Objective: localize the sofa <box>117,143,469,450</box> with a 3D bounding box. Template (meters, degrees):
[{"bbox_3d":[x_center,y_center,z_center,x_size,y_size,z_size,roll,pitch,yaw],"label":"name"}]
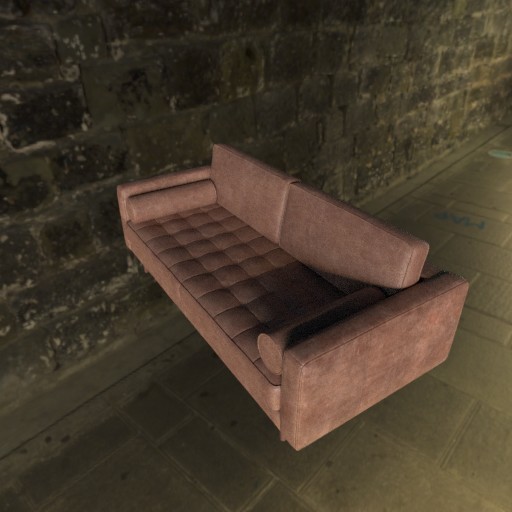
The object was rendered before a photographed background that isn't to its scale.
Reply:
[{"bbox_3d":[0.000,0.000,2.361,0.910,0.760,1.870,-19,35,-28],"label":"sofa"}]
